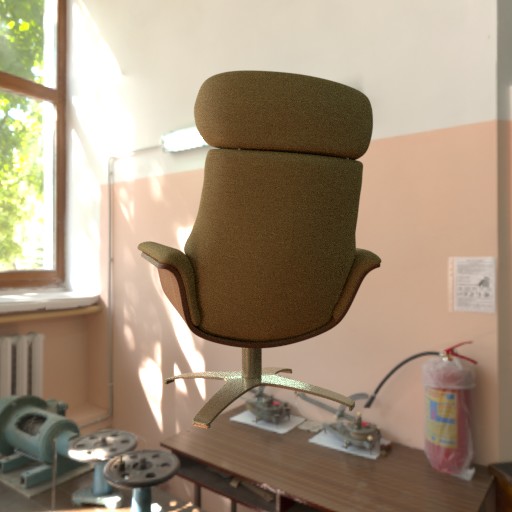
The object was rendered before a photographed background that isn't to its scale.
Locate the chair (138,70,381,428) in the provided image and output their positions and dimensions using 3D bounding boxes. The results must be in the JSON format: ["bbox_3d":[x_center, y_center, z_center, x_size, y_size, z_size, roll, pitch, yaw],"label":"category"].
[{"bbox_3d":[0.000,0.000,1.568,0.785,0.995,0.837,0,-1,-19],"label":"chair"}]
